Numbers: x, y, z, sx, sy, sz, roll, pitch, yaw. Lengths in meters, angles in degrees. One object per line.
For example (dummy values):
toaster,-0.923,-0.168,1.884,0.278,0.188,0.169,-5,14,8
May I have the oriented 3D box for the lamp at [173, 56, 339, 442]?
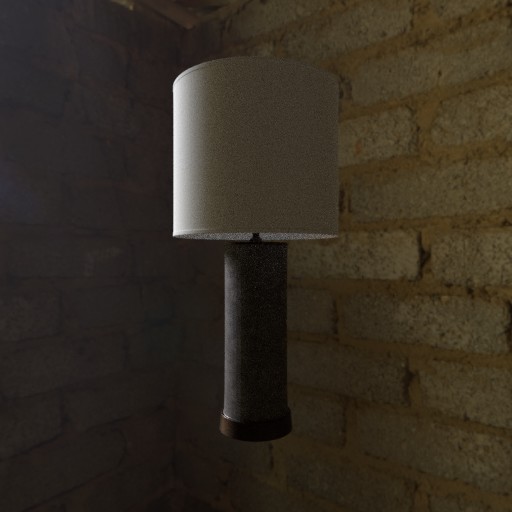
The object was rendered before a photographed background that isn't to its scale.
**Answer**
lamp,0.000,0.000,0.817,0.301,0.630,0.301,0,0,0
